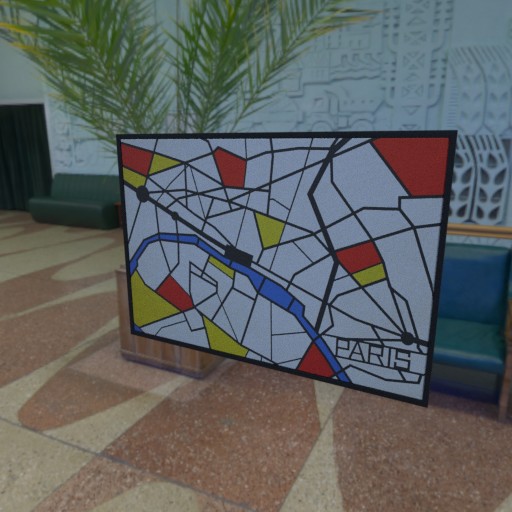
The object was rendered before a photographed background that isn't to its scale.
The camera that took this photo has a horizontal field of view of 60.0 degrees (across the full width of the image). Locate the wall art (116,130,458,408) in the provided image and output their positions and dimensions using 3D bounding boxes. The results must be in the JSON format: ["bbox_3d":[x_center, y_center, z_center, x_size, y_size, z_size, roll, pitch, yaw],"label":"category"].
[{"bbox_3d":[0.000,0.000,1.237,0.963,0.665,0.013,7,16,26],"label":"wall art"}]
